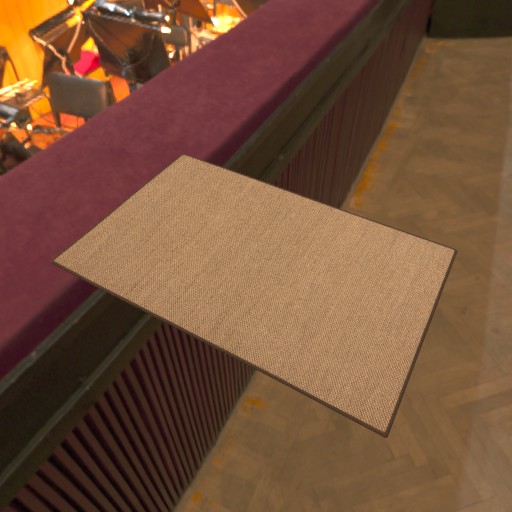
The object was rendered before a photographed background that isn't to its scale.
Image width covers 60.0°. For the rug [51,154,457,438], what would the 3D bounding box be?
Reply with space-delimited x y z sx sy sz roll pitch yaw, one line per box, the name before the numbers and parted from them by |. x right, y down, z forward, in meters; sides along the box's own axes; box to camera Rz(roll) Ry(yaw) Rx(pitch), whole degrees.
rug | 0.000 0.000 2.151 1.676 0.013 1.067 23 50 20
